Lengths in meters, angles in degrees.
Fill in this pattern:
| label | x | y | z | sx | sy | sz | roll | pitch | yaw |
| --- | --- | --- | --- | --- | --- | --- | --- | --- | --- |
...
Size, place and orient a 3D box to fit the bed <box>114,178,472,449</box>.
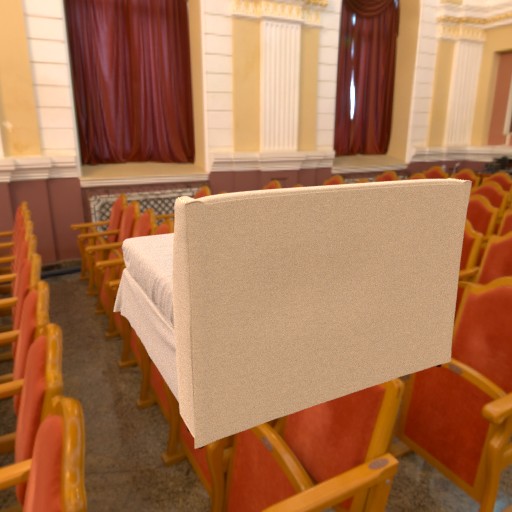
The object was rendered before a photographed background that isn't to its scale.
| label | x | y | z | sx | sy | sz | roll | pitch | yaw |
| --- | --- | --- | --- | --- | --- | --- | --- | --- | --- |
| bed | 0.000 | 0.000 | 3.487 | 1.925 | 1.332 | 2.276 | -8 | 18 | -27 |
